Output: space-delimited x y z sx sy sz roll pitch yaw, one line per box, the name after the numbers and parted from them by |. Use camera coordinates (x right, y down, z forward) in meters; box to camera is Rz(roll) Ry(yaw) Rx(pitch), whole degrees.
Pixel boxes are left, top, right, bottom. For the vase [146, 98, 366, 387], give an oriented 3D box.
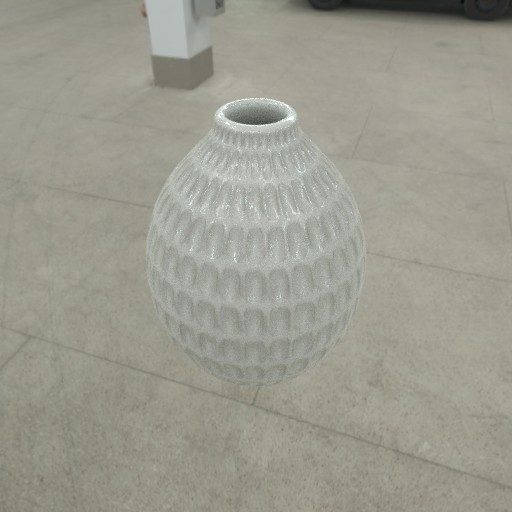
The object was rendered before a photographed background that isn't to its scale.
0.000 0.000 0.334 0.162 0.223 0.162 0 39 0 | vase
